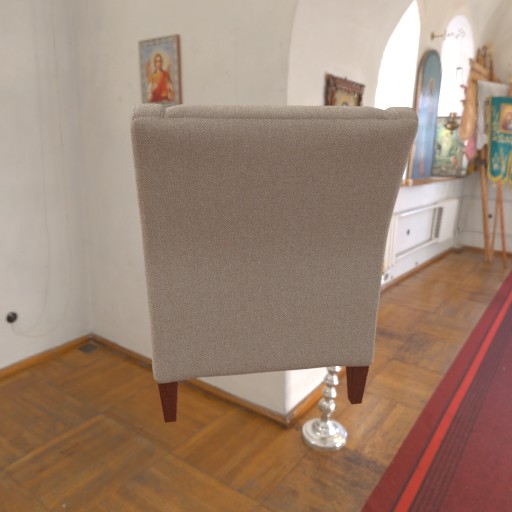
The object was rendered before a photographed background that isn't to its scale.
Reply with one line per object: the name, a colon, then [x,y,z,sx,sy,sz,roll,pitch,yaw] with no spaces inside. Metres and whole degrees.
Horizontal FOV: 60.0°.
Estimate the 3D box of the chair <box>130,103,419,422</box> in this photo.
chair: [0.000,0.000,1.645,0.774,1.014,0.870,-2,15,-9]
